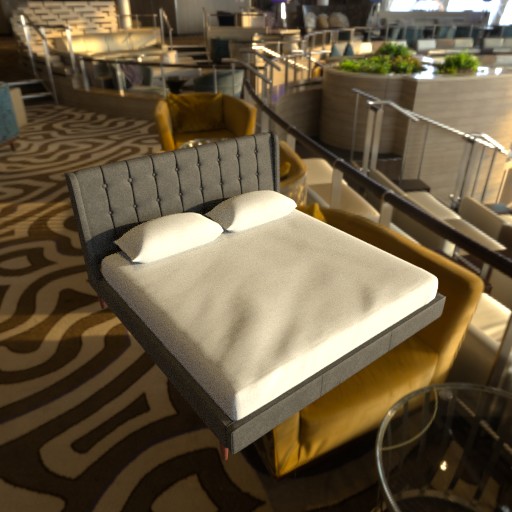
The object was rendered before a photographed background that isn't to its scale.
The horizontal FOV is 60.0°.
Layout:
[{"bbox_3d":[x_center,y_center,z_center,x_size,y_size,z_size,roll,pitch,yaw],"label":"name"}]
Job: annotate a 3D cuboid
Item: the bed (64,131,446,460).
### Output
[{"bbox_3d":[0.000,0.000,2.626,1.531,0.933,1.638,-21,36,-32],"label":"bed"}]
